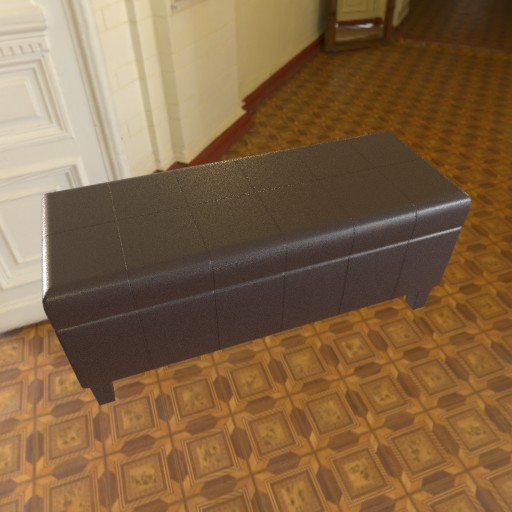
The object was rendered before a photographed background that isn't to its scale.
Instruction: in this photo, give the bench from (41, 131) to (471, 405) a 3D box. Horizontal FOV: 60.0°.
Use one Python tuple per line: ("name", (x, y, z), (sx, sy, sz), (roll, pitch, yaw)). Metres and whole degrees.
("bench", (0.000, 0.000, 1.331), (1.092, 0.457, 0.429), (-14, 44, -15))
